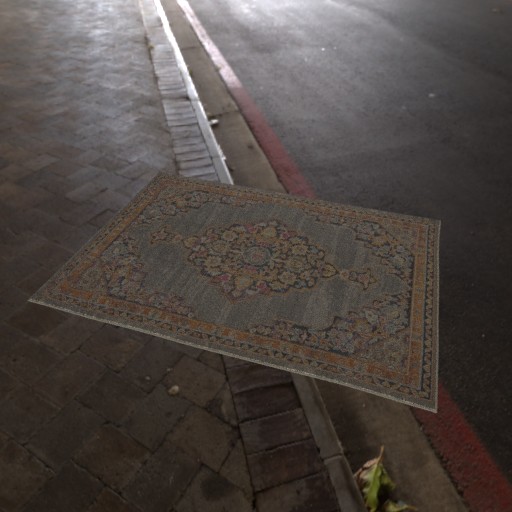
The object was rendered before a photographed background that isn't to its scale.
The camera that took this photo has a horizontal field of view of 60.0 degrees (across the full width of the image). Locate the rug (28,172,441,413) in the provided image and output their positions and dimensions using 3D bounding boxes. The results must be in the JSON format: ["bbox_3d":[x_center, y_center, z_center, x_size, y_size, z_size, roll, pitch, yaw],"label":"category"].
[{"bbox_3d":[0.000,0.000,3.676,2.901,0.026,2.043,12,41,14],"label":"rug"}]
